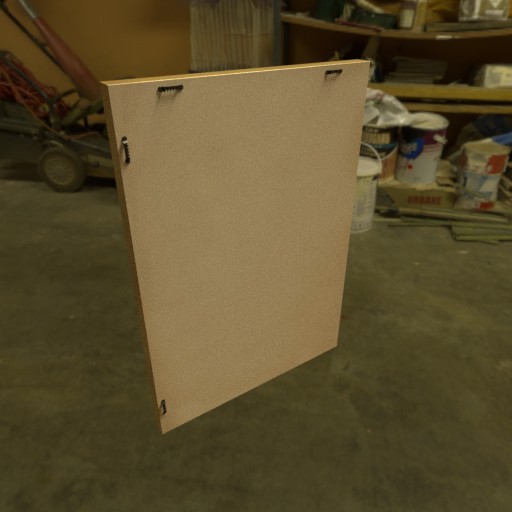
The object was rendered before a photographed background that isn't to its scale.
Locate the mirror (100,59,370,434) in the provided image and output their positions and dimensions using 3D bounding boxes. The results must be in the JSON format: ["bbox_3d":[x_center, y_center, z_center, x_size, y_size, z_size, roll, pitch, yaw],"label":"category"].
[{"bbox_3d":[0.000,0.000,0.911,0.507,0.710,0.039,-18,35,-29],"label":"mirror"}]
